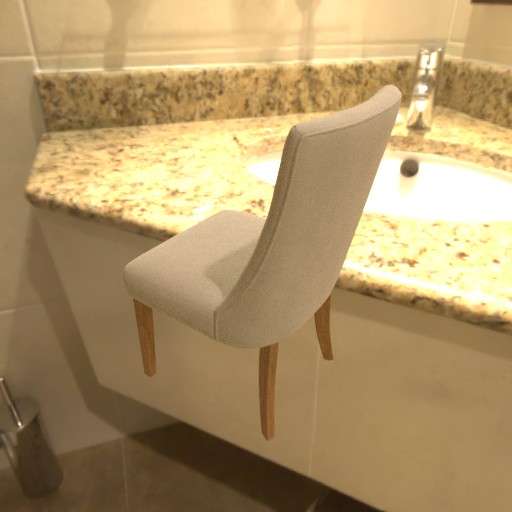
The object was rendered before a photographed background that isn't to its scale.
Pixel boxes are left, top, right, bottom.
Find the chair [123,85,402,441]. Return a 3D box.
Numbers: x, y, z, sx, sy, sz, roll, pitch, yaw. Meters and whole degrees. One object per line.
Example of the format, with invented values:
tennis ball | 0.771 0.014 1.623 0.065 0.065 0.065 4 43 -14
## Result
chair | 0.000 0.000 1.250 0.610 0.902 0.495 20 36 29
